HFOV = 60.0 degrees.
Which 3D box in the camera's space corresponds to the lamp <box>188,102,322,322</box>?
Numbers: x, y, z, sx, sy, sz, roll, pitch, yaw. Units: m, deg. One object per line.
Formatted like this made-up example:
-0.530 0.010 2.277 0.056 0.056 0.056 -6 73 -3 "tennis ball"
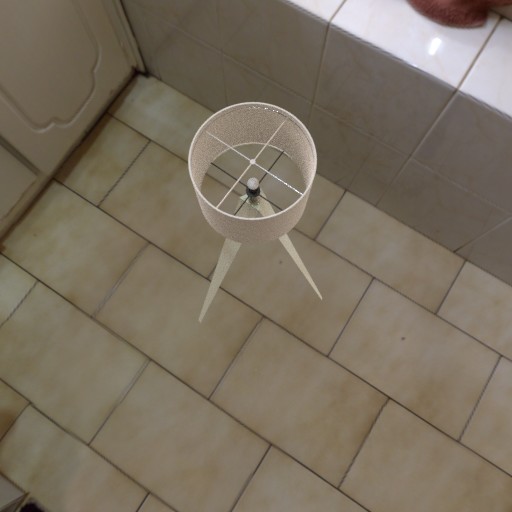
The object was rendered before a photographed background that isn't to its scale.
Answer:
0.000 0.000 1.914 0.724 1.524 0.716 35 78 8 "lamp"
